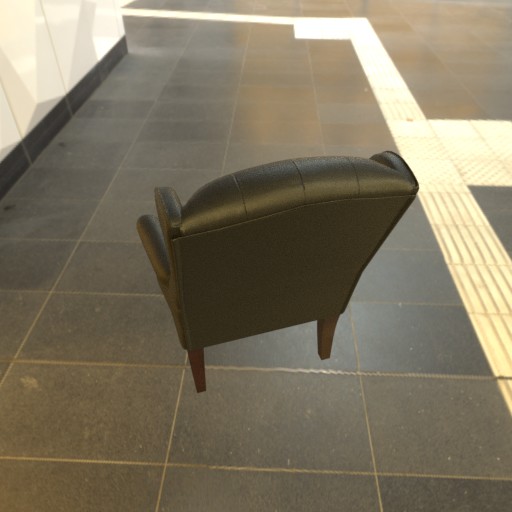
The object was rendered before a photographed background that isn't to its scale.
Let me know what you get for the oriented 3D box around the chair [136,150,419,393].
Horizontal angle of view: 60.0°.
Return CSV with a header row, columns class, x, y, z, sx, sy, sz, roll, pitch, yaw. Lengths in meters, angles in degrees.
class,x,y,z,sx,sy,sz,roll,pitch,yaw
chair,0.000,0.000,1.695,0.831,1.133,0.822,-11,42,-13
